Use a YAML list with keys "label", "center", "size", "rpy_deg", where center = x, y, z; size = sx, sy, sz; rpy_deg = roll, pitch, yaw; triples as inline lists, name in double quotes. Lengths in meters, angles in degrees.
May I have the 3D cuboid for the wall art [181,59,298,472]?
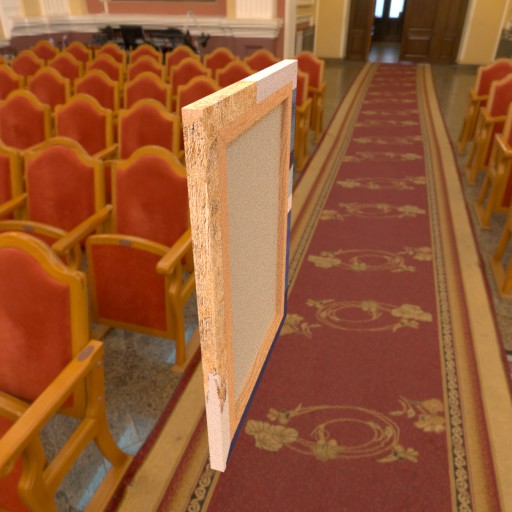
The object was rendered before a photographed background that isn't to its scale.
- label: "wall art"
  center: [0.000, 0.000, 0.812]
  size: [0.026, 0.613, 0.458]
  rpy_deg: [9, 31, 15]
